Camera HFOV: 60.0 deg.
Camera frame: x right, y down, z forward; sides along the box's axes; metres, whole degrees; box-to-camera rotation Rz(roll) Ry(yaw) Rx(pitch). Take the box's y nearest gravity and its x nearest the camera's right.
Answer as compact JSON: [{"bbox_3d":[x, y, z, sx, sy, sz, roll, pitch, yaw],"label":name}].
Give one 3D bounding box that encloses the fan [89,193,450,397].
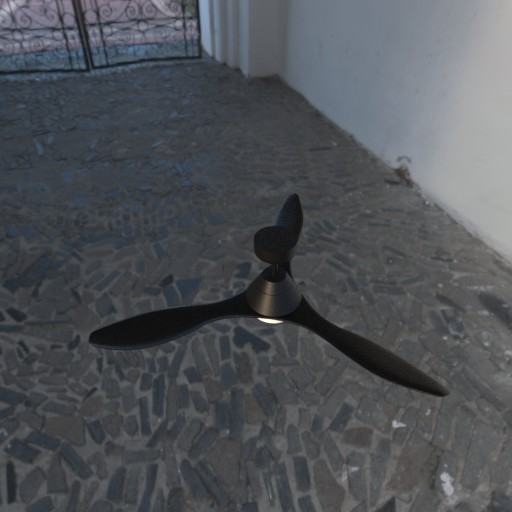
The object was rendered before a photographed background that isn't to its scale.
[{"bbox_3d":[0.000,0.000,1.578,1.067,0.305,1.067,-1,40,-1],"label":"fan"}]
